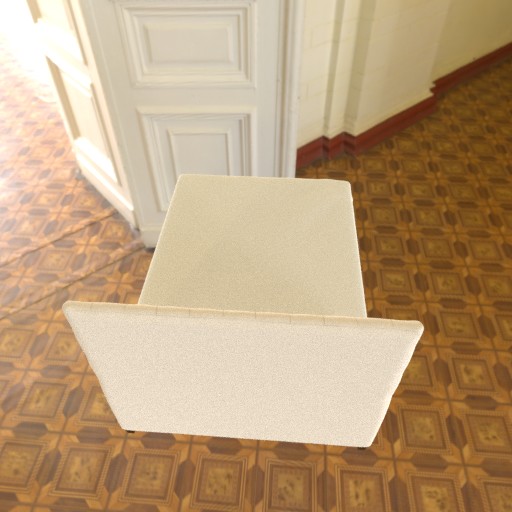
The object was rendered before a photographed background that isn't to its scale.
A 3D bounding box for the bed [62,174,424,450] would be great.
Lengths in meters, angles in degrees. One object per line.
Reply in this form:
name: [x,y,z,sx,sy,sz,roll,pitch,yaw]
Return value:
bed: [0.000,0.000,3.293,1.696,1.426,2.233,3,46,3]
